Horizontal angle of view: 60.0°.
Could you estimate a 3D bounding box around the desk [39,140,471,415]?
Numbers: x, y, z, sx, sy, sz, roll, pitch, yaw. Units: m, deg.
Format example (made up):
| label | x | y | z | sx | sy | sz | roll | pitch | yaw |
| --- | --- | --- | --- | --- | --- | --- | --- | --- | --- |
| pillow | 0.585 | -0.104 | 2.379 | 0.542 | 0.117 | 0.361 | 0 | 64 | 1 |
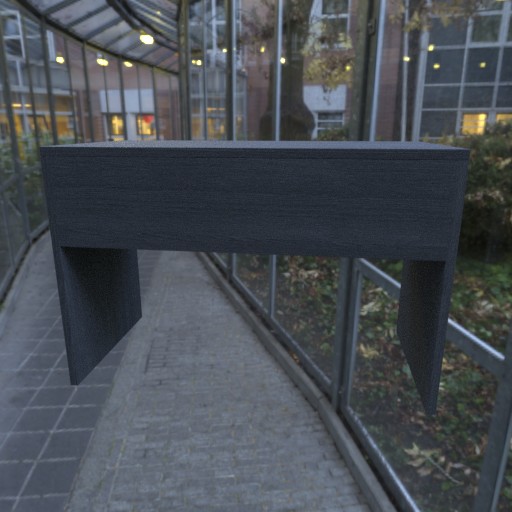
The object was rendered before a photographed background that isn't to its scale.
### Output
| label | x | y | z | sx | sy | sz | roll | pitch | yaw |
| --- | --- | --- | --- | --- | --- | --- | --- | --- | --- |
| desk | 0.000 | 0.000 | 1.484 | 1.099 | 0.729 | 0.557 | 2 | 16 | 8 |
